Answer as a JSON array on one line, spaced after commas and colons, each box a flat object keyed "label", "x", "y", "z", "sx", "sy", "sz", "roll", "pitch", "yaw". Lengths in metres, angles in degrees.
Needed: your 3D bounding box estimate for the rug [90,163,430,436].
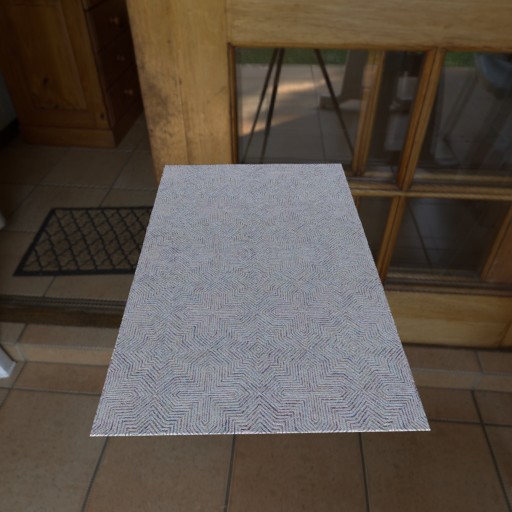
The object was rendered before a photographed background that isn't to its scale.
[{"label": "rug", "x": 0.000, "y": 0.000, "z": 2.894, "sx": 1.519, "sy": 0.007, "sz": 2.428, "roll": -1, "pitch": 41, "yaw": -1}]
